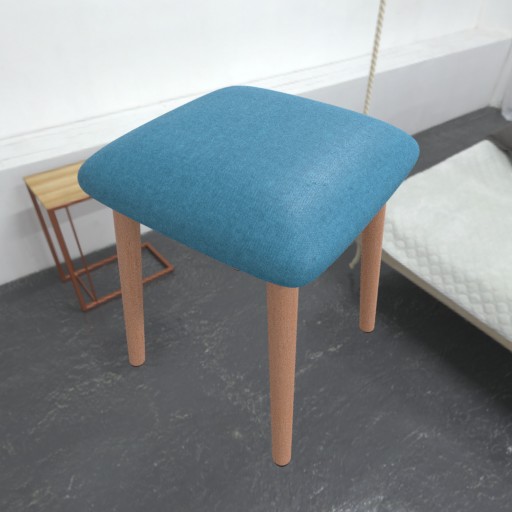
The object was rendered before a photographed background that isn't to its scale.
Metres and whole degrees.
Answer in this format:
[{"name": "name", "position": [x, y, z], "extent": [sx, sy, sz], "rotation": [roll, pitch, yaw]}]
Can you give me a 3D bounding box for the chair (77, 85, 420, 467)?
[{"name": "chair", "position": [0.000, 0.000, 0.707], "extent": [0.360, 0.450, 0.360], "rotation": [25, 47, 26]}]
